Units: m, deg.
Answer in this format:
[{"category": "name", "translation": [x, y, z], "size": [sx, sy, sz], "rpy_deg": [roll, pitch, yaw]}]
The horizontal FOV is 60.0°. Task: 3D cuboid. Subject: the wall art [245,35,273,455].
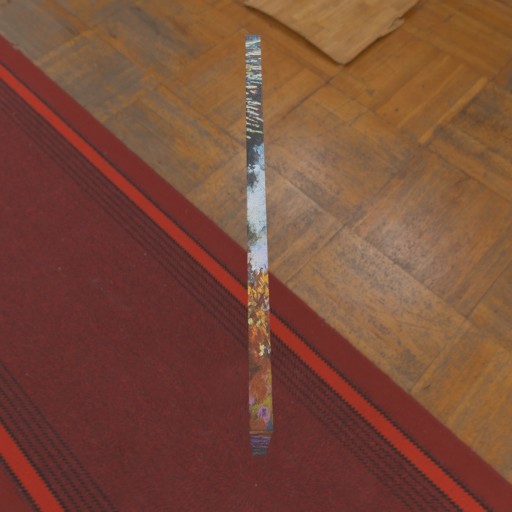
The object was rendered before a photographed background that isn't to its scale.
[{"category": "wall art", "translation": [0.000, 0.000, 1.147], "size": [0.037, 0.604, 0.908], "rpy_deg": [-1, 63, 0]}]
